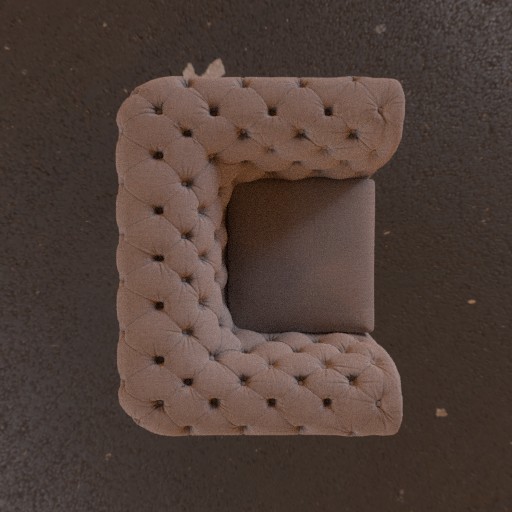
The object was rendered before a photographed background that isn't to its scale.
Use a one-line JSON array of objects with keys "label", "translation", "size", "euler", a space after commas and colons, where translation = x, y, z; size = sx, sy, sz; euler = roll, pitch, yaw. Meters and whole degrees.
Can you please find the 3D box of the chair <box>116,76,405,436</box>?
[{"label": "chair", "translation": [0.000, 0.000, 1.823], "size": [0.976, 0.770, 1.270], "euler": [0, 91, -1]}]
